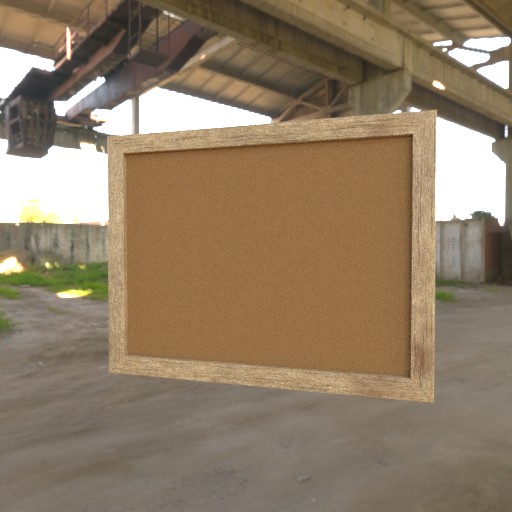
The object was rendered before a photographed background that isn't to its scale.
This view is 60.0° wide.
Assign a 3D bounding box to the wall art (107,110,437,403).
[{"bbox_3d":[0.000,0.000,0.918,0.690,0.535,0.026,0,1,16],"label":"wall art"}]
